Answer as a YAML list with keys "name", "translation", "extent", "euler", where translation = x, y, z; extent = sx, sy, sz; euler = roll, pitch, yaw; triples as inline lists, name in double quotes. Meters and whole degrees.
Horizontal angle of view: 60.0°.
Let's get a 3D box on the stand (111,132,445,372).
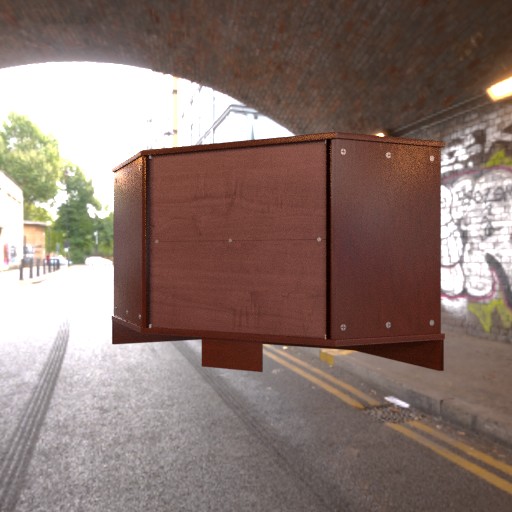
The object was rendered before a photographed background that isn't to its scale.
- name: "stand"
  translation: [0.000, 0.000, 1.365]
  extent: [1.072, 0.614, 0.381]
  euler: [0, 0, 20]
